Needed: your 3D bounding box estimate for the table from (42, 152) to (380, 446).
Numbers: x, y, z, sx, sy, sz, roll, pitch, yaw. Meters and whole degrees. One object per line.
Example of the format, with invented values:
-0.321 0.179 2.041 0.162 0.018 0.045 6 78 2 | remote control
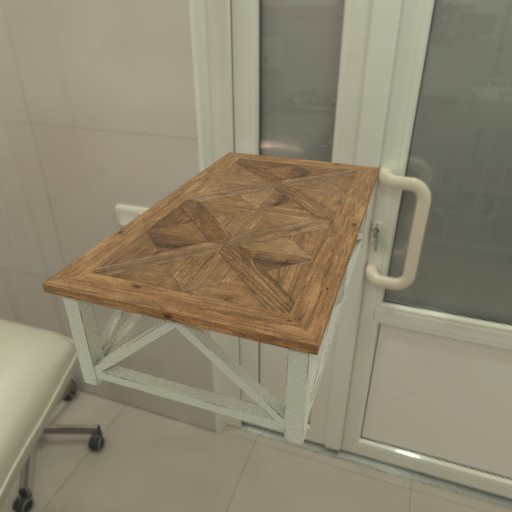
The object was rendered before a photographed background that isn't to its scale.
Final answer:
0.000 0.000 1.821 0.800 0.410 1.400 10 31 17 | table
